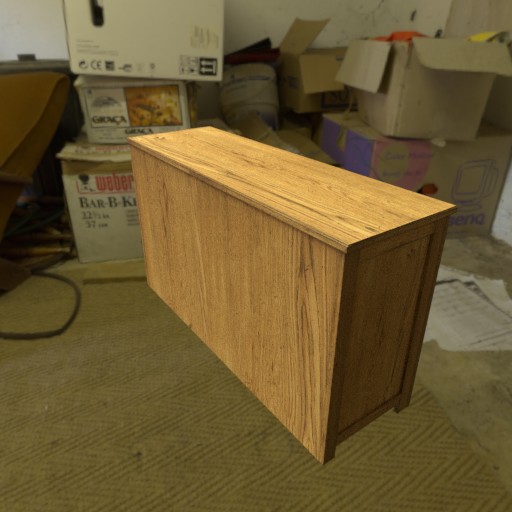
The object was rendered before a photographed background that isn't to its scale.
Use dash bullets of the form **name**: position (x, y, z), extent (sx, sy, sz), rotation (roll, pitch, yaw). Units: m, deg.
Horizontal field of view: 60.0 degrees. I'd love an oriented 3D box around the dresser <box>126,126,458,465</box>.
- **dresser**: position (0.000, 0.000, 2.185), extent (0.563, 0.932, 1.657), rotation (-18, 33, -31)
